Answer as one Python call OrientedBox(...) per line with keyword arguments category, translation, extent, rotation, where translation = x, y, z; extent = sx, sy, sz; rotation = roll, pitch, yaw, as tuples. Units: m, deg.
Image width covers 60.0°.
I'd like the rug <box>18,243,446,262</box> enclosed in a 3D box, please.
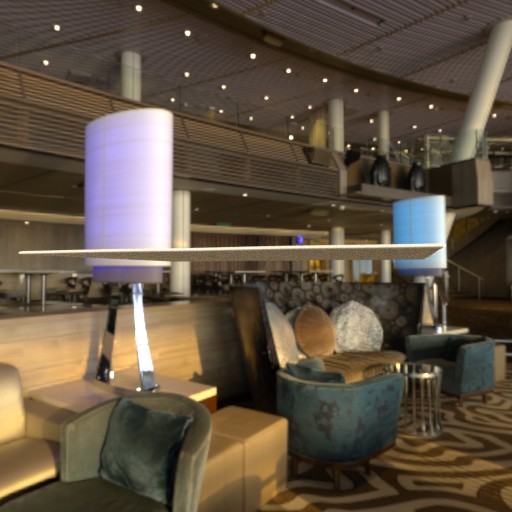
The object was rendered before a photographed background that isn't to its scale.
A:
OrientedBox(category="rug", translation=(0.000, 0.000, 4.106), extent=(3.066, 0.030, 2.462), rotation=(-1, -2, 18))
